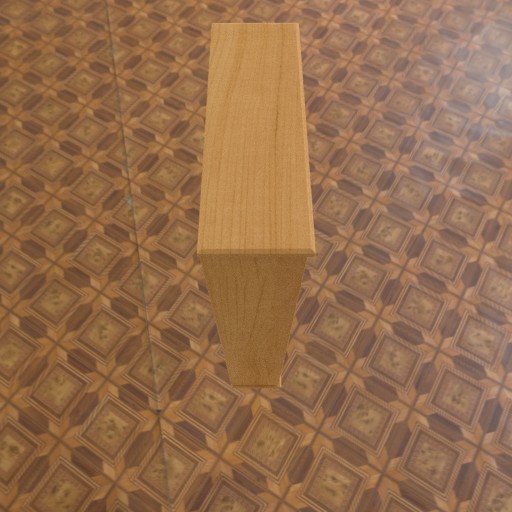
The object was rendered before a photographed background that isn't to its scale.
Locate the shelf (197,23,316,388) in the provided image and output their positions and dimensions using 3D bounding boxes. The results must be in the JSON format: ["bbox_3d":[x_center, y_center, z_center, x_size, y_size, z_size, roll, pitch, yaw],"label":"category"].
[{"bbox_3d":[0.000,0.000,1.221,0.175,1.030,0.520,0,63,0],"label":"shelf"}]
